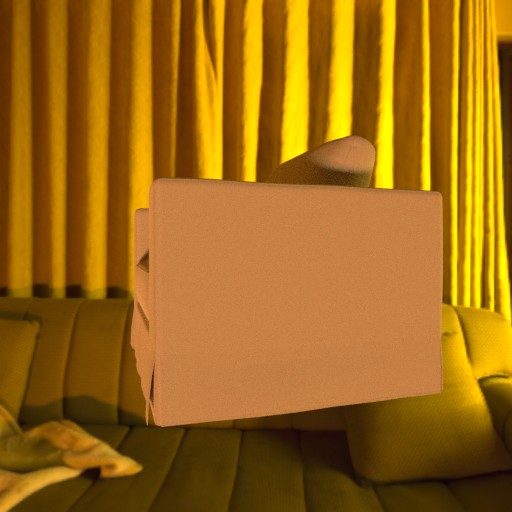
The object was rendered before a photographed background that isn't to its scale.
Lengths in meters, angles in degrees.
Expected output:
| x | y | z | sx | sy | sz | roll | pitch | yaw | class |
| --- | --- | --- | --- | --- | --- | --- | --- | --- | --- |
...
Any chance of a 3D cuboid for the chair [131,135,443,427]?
| x | y | z | sx | sy | sz | roll | pitch | yaw | class |
| --- | --- | --- | --- | --- | --- | --- | --- | --- | --- |
| 0.000 | 0.000 | 1.827 | 0.957 | 0.878 | 1.150 | 0 | 1 | -18 | chair |
